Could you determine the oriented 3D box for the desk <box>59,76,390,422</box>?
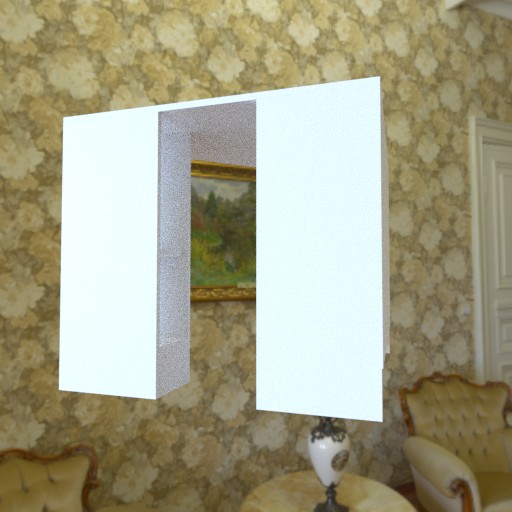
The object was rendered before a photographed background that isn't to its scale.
[{"bbox_3d":[0.000,0.000,1.635,0.926,0.818,0.940,-1,-2,18],"label":"desk"}]
